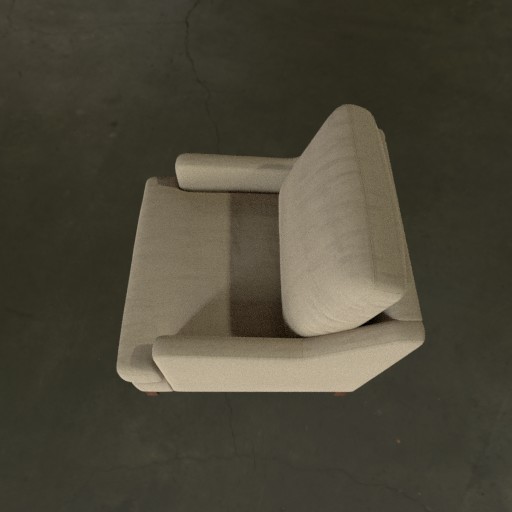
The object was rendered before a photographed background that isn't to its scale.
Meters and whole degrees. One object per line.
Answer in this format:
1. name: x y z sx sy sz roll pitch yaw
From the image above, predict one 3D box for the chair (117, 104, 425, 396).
1. chair: 0.000 0.000 1.727 1.001 0.916 0.912 0 59 0
